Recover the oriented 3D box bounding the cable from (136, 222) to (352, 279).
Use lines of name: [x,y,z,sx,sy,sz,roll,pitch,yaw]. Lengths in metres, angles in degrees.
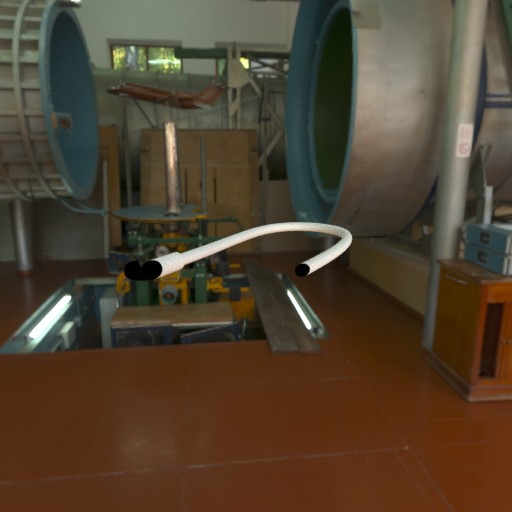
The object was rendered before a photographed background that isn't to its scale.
cable: [0.000,0.000,0.113,0.041,0.005,0.098,7,15,26]
